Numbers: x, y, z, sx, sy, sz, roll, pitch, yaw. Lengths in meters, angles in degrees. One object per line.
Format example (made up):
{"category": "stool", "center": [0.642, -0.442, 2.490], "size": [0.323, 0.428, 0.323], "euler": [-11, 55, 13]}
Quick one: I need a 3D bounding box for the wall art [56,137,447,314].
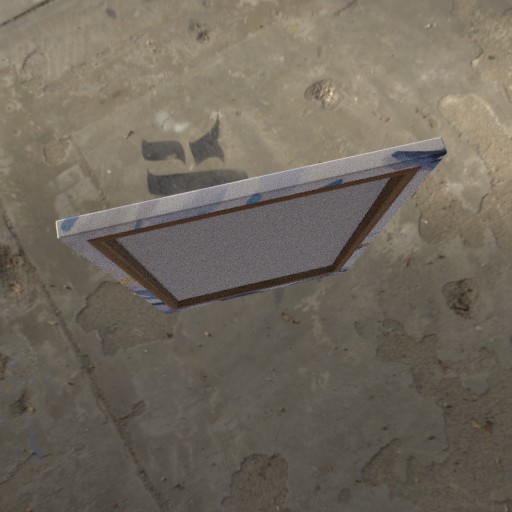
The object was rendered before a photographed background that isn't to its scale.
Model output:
{"category": "wall art", "center": [0.000, 0.000, 1.333], "size": [0.761, 1.015, 0.038], "euler": [-13, 75, -3]}
